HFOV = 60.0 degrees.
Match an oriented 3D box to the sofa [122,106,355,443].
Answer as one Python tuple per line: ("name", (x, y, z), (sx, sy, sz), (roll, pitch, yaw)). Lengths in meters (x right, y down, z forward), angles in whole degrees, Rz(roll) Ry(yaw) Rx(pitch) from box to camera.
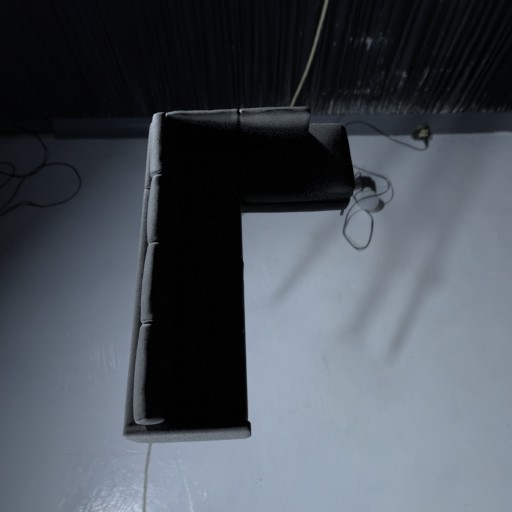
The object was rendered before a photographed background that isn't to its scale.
("sofa", (0.000, 0.000, 3.917), (1.984, 0.858, 2.972), (-2, 63, -1))
